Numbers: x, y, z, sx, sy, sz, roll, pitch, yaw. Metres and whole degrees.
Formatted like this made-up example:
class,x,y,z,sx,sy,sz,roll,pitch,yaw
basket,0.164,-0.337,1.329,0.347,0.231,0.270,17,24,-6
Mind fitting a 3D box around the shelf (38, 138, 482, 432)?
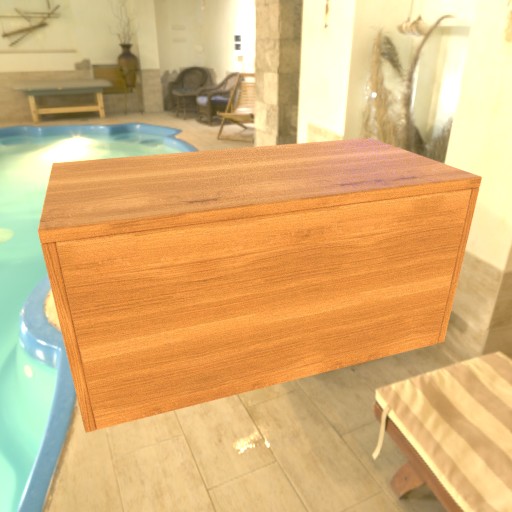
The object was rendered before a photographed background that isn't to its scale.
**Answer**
class,x,y,z,sx,sy,sz,roll,pitch,yaw
shelf,0.000,0.000,1.005,0.800,0.400,0.400,-9,28,-18
